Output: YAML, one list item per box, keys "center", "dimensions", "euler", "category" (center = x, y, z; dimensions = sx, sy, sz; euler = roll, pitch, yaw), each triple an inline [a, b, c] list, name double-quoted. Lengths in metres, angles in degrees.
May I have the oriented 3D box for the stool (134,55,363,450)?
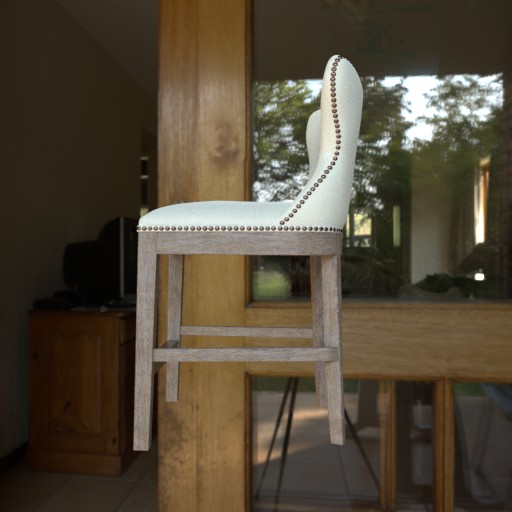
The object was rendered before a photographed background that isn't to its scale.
- center: [0.000, 0.000, 1.304]
  dimensions: [0.608, 0.981, 0.498]
  euler: [0, 0, 1]
  category: "stool"
